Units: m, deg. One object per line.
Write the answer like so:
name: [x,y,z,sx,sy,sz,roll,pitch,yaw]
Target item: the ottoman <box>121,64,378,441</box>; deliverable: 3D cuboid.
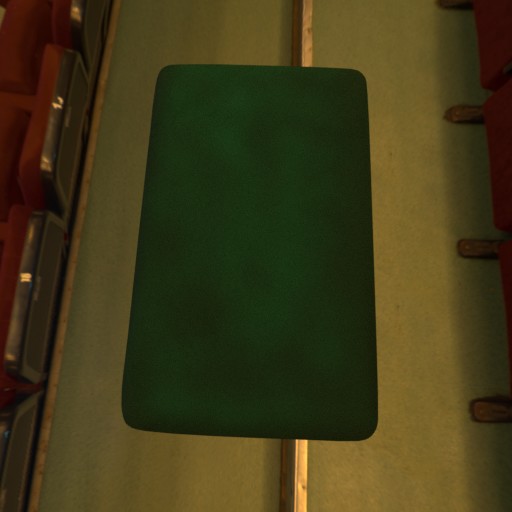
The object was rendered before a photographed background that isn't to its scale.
ottoman: [0.000,0.000,1.219,0.536,0.533,0.886,2,75,1]
